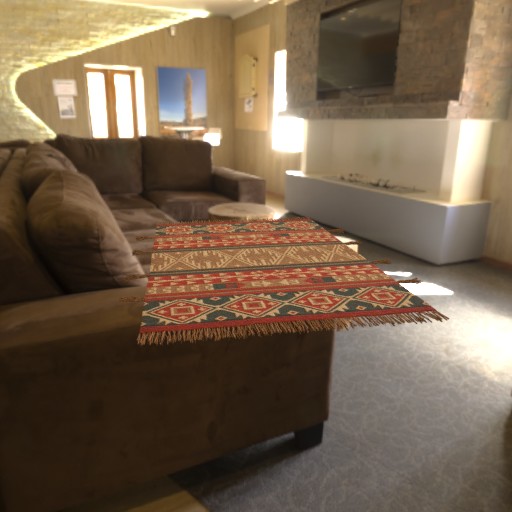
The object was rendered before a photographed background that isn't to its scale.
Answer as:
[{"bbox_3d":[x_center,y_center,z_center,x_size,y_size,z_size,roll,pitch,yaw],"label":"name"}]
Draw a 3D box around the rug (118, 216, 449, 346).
[{"bbox_3d":[0.000,0.000,2.627,1.469,0.040,2.025,-3,17,-10],"label":"rug"}]
